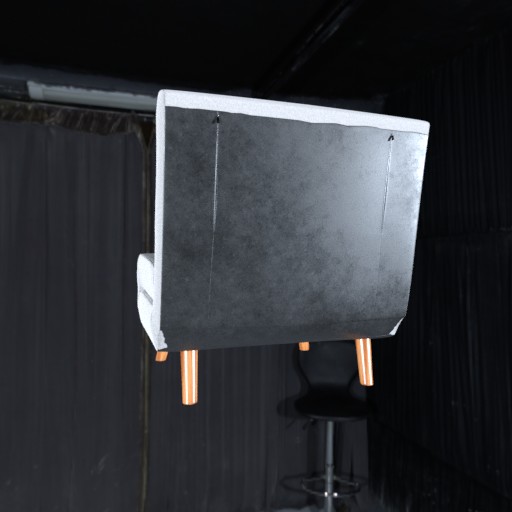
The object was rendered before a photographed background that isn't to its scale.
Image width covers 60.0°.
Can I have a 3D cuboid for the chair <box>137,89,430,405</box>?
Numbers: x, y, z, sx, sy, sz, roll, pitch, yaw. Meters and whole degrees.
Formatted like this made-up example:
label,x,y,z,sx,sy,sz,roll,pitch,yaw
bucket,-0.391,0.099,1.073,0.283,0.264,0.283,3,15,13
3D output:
label,x,y,z,sx,sy,sz,roll,pitch,yaw
chair,0.000,0.000,1.553,0.770,0.808,0.902,0,0,-19
